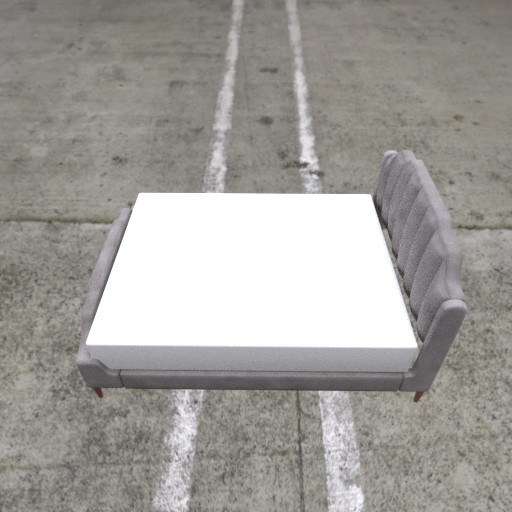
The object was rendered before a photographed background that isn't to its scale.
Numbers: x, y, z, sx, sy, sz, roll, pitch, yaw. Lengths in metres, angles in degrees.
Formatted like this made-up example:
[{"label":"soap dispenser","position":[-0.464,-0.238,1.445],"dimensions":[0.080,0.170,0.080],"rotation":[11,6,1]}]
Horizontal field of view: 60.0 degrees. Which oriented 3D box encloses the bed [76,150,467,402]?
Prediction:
[{"label":"bed","position":[0.000,0.000,3.285],"dimensions":[2.340,1.245,1.676],"rotation":[0,43,0]}]
